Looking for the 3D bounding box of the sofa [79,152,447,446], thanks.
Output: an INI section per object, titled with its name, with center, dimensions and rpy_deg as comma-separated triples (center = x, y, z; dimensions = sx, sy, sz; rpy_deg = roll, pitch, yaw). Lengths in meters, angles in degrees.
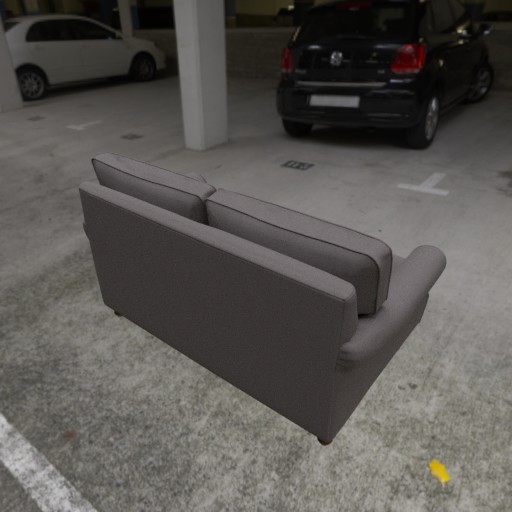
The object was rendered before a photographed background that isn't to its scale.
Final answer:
[sofa]
center = 0.000, 0.000, 2.246
dimensions = 1.665, 0.937, 0.964
rpy_deg = 22, 38, 32
